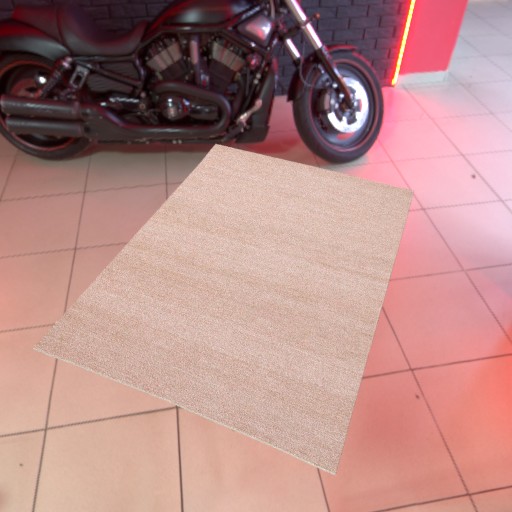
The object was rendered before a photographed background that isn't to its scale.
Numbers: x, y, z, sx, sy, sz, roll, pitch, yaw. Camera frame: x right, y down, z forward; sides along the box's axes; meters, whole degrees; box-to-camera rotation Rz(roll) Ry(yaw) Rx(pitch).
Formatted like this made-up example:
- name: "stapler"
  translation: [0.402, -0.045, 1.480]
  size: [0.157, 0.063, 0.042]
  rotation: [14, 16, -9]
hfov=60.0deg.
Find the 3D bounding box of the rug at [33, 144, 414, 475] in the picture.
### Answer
- name: "rug"
  translation: [0.000, 0.000, 4.149]
  size: [2.434, 0.045, 3.202]
  rotation: [17, 48, 16]
